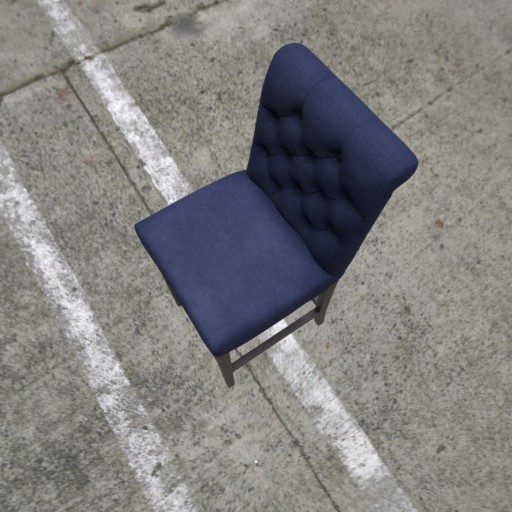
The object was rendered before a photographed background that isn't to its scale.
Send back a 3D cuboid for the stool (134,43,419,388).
[{"bbox_3d":[0.000,0.000,1.483,0.601,1.140,0.493,-31,69,-14],"label":"stool"}]
